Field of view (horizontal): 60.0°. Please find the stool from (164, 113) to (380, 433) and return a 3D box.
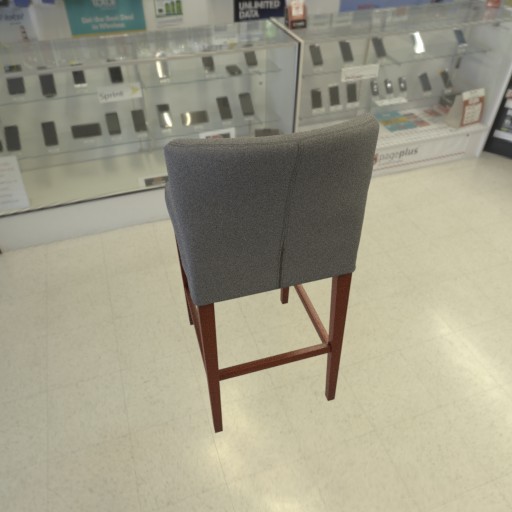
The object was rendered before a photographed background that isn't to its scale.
[{"bbox_3d":[0.000,0.000,1.379,0.481,1.069,0.568,-11,43,-12],"label":"stool"}]
